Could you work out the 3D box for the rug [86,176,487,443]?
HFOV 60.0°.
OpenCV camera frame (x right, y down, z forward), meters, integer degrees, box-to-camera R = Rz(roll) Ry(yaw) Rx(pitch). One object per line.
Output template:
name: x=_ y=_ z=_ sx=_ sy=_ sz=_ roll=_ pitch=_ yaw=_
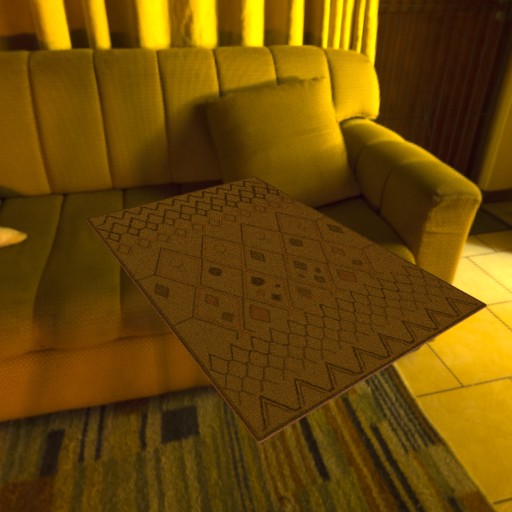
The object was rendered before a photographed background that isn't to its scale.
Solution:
rug: x=0.000 y=0.000 z=2.300 sx=1.219 sy=0.016 sz=1.829 roll=-20 pitch=37 yaw=-28
